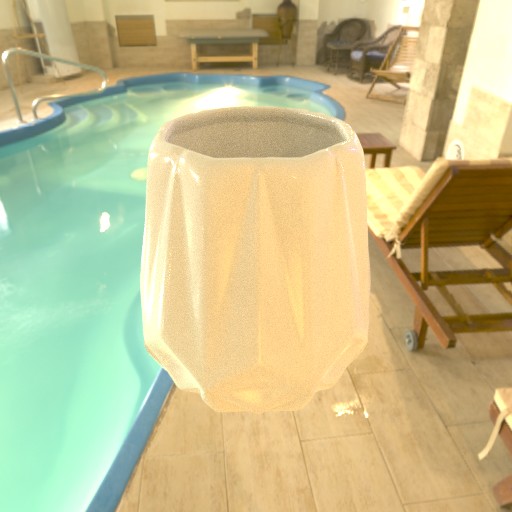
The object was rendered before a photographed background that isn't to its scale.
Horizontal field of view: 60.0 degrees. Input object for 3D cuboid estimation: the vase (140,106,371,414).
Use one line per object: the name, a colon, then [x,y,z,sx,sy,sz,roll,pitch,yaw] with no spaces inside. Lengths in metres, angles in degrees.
vase: [0.000,0.000,0.263,0.141,0.152,0.141,0,31,0]
